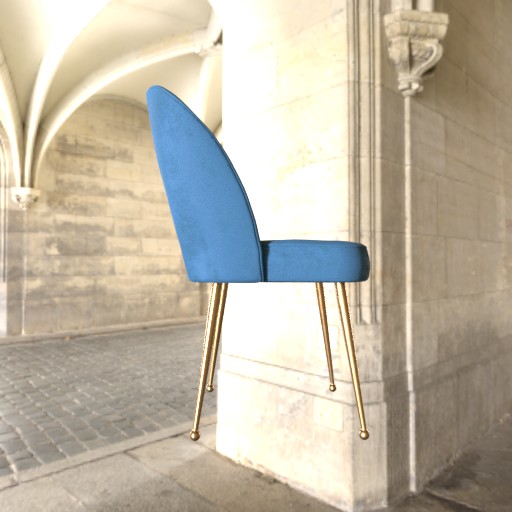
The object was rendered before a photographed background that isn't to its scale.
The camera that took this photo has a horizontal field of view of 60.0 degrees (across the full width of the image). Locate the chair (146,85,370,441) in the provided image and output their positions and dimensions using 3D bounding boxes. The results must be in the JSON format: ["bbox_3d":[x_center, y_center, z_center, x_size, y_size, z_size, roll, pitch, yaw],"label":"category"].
[{"bbox_3d":[0.000,0.000,1.233,0.577,0.860,0.527,0,-1,-1],"label":"chair"}]
